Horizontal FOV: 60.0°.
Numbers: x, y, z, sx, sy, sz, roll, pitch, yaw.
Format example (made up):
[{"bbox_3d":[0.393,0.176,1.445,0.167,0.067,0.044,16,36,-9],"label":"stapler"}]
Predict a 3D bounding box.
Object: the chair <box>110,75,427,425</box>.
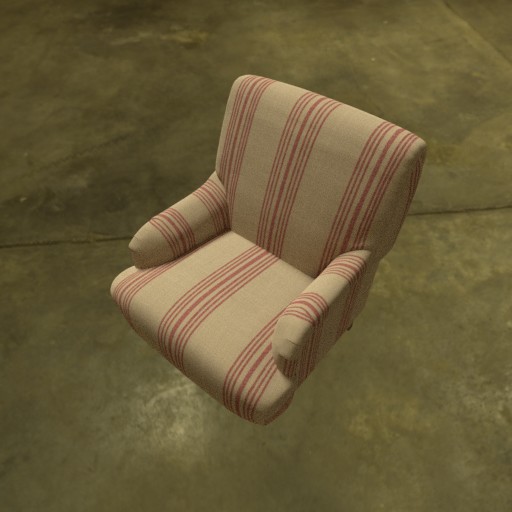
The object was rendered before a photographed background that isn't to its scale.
[{"bbox_3d":[0.000,0.000,1.929,0.933,1.123,1.058,31,54,26],"label":"chair"}]
